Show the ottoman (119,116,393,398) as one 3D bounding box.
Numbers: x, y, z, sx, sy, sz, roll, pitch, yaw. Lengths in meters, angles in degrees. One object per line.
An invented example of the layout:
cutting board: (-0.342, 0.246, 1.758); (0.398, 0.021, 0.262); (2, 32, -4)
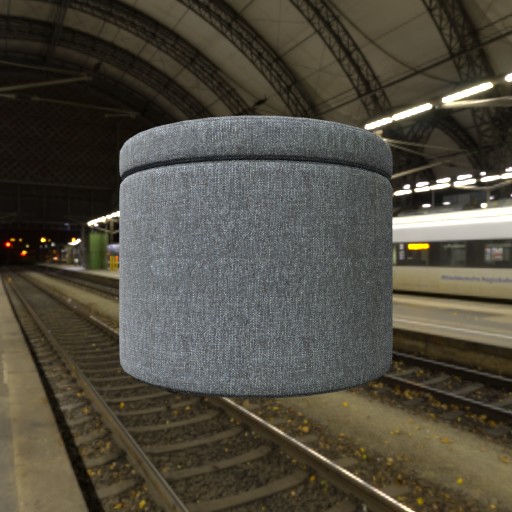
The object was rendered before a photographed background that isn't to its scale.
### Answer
ottoman: (0.000, 0.000, 0.850); (0.500, 0.419, 0.500); (0, 0, 0)
